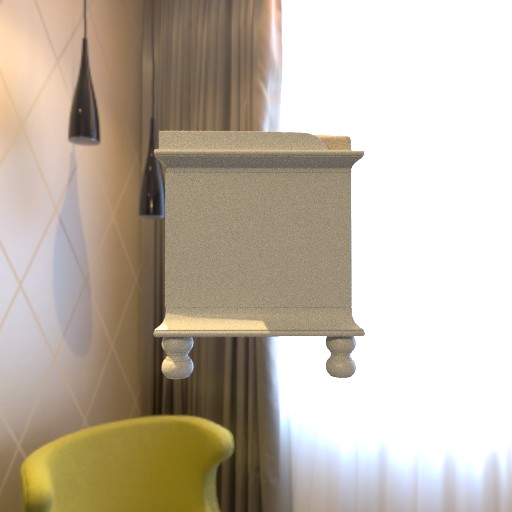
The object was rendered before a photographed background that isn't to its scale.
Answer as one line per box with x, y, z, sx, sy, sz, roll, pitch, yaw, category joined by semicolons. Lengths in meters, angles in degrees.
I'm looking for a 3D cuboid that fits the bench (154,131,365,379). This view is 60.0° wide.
0.000;0.000;1.434;0.402;0.486;1.185;0;-1;-1;bench
